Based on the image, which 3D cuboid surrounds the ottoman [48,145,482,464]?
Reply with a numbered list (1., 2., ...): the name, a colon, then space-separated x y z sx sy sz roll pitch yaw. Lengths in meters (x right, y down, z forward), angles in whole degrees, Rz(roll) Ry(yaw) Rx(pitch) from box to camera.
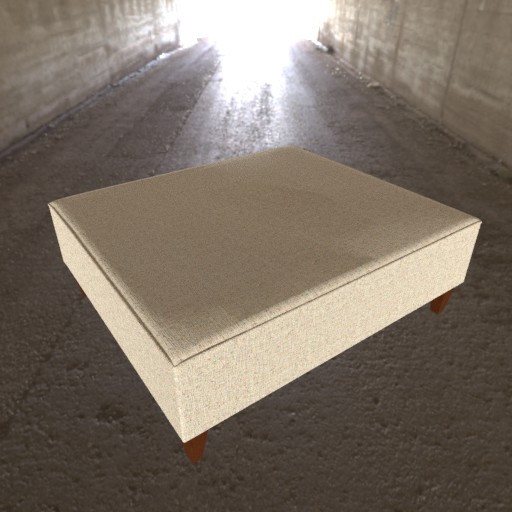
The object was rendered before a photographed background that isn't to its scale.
1. ottoman: 0.000 0.000 1.192 0.835 0.303 0.736 -21 37 -30
